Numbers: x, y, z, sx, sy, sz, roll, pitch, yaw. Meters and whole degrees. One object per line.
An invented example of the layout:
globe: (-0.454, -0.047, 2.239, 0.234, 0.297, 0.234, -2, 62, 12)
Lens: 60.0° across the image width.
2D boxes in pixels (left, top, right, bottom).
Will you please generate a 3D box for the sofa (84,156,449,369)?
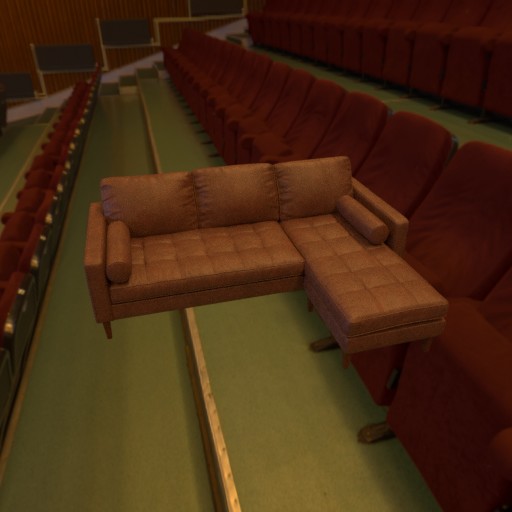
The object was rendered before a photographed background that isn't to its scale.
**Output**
sofa: (0.000, 0.000, 3.009, 2.185, 0.841, 1.613, -8, 32, -13)
